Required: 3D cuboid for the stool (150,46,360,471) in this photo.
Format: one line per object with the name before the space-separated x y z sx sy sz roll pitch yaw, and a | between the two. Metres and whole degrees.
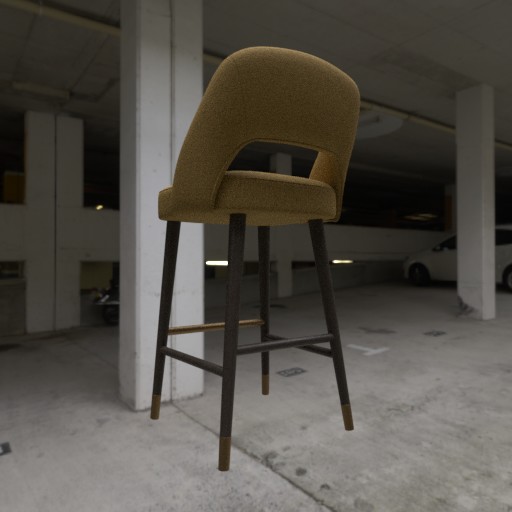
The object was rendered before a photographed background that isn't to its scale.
stool | 0.000 0.000 1.335 0.536 1.032 0.522 0 0 -35
